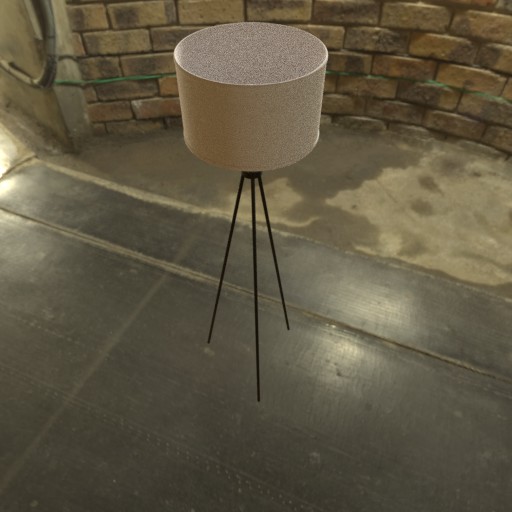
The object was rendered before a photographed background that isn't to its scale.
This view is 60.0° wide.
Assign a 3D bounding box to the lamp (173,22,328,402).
[{"bbox_3d":[0.000,0.000,1.722,0.448,1.545,0.458,-11,48,-10],"label":"lamp"}]
